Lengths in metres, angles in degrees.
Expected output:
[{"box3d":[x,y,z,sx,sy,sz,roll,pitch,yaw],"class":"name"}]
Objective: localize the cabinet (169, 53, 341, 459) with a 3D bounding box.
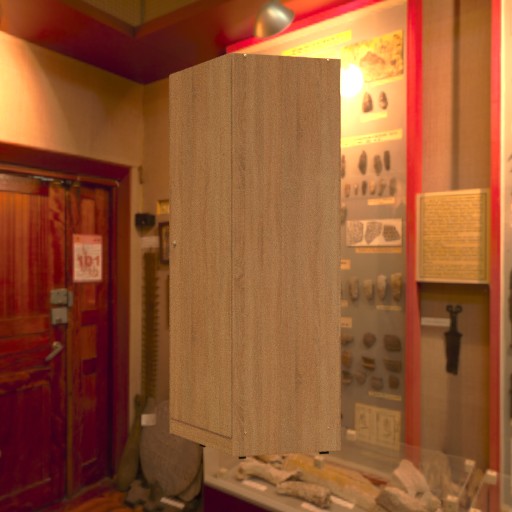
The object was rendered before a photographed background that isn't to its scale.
[{"box3d":[0.000,0.000,2.879,1.327,2.120,1.094,0,0,38],"class":"cabinet"}]
